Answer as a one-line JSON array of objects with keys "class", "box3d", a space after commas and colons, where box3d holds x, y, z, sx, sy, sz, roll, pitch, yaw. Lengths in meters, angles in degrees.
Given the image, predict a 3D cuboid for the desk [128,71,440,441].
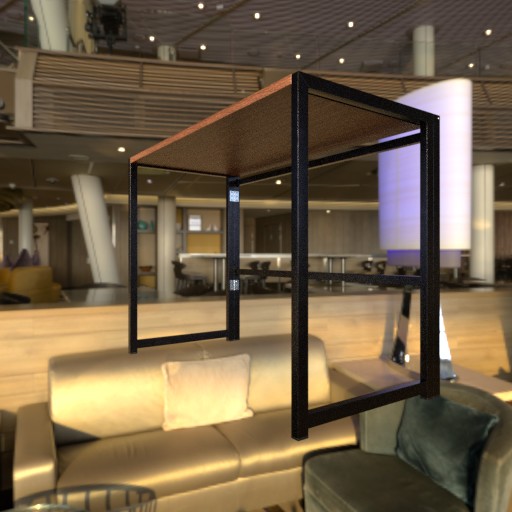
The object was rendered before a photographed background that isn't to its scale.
[{"class": "desk", "box3d": [0.000, 0.000, 1.468, 0.508, 0.762, 1.016, 0, 0, -35]}]
